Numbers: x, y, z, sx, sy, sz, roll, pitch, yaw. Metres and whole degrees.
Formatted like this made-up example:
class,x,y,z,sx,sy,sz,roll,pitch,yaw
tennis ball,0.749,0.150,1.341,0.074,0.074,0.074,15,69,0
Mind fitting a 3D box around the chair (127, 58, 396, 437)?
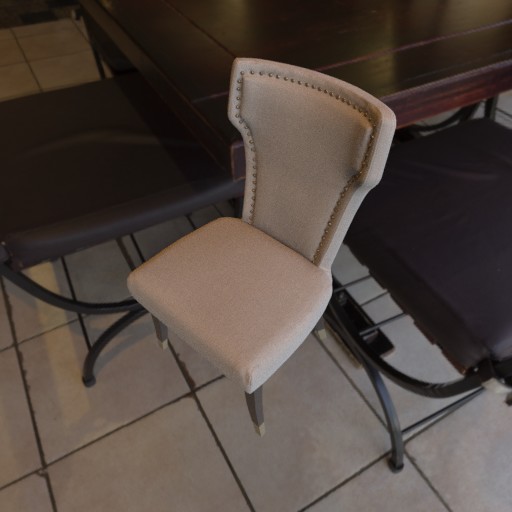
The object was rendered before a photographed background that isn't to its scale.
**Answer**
class,x,y,z,sx,sy,sz,roll,pitch,yaw
chair,0.000,0.000,1.359,0.526,0.950,0.630,33,55,27
